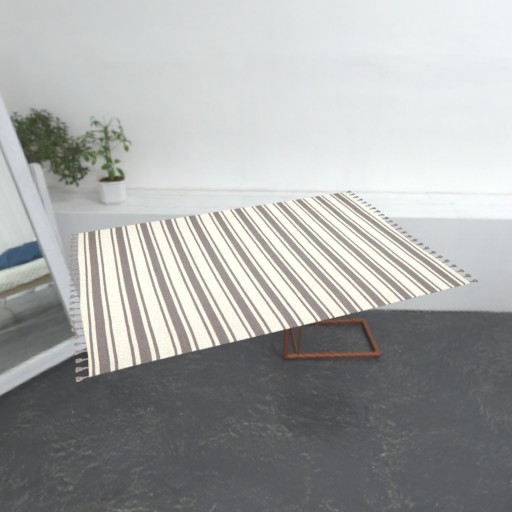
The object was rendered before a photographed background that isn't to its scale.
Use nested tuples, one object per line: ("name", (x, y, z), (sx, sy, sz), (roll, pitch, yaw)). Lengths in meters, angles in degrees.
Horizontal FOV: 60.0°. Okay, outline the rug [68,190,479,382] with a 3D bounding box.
("rug", (0.000, 0.000, 3.052), (2.425, 0.014, 1.563), (-11, 33, -17))
